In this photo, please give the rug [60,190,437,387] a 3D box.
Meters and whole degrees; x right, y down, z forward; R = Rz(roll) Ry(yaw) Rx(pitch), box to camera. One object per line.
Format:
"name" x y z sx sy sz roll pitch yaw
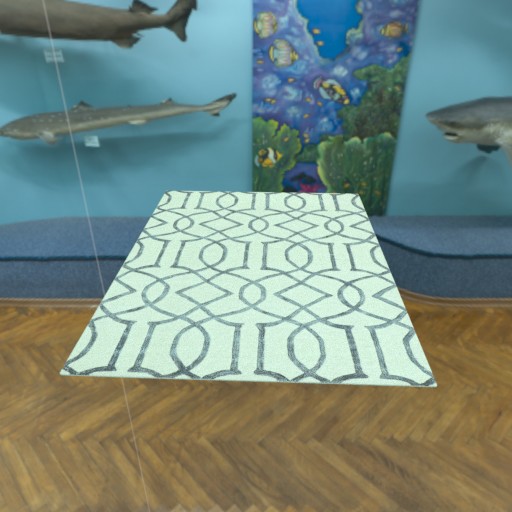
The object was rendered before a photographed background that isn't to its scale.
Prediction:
"rug" 0.000 0.000 3.837 2.211 0.021 2.910 1 30 2
